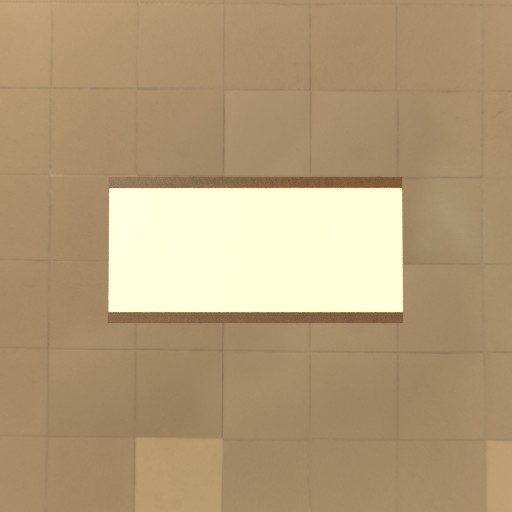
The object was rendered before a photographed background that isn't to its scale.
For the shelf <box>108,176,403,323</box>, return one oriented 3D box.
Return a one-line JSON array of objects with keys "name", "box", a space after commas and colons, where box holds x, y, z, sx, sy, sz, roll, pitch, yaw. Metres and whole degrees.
[{"name": "shelf", "box": [0.000, 0.000, 0.736, 0.290, 0.600, 0.147, 0, 89, 0]}]
